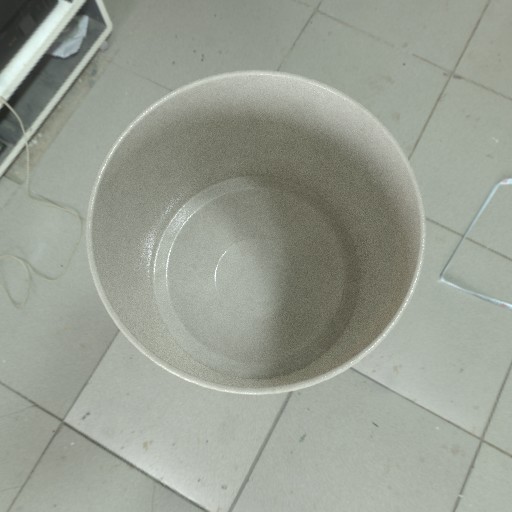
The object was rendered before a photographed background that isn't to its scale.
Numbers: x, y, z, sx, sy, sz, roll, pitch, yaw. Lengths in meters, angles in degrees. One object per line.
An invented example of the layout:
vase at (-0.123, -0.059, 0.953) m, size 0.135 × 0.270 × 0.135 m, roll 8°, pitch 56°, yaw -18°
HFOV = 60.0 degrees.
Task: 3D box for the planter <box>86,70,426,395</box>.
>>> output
planter at (0.000, 0.000, 0.441) m, size 0.250 × 0.239 × 0.250 m, roll 0°, pitch 76°, yaw 0°
